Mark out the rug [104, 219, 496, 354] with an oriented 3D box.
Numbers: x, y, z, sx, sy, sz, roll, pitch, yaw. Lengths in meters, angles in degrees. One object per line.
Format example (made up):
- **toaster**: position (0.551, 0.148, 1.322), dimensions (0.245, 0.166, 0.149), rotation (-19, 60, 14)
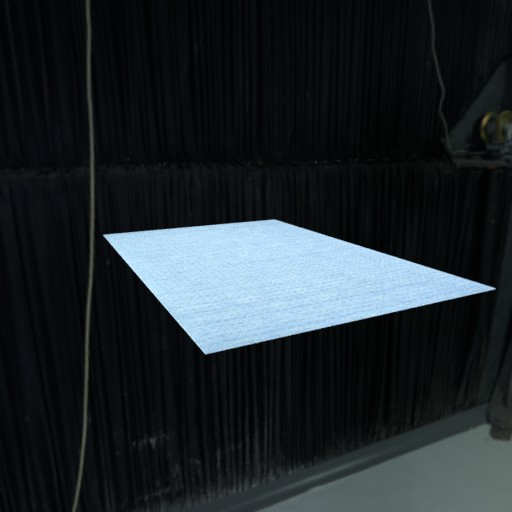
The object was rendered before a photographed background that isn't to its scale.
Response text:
- **rug**: position (0.000, 0.000, 3.662), dimensions (1.982, 0.006, 2.895), rotation (-7, 16, -26)
